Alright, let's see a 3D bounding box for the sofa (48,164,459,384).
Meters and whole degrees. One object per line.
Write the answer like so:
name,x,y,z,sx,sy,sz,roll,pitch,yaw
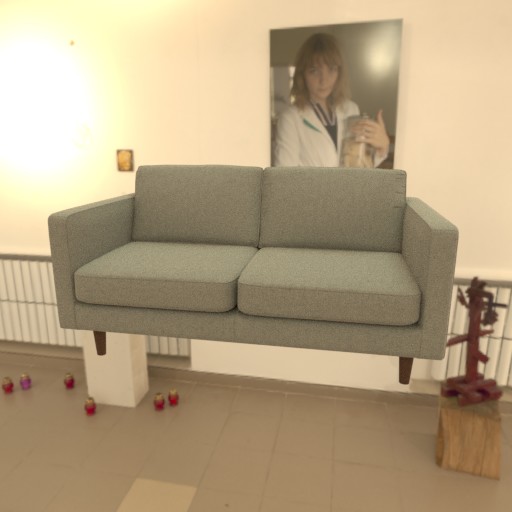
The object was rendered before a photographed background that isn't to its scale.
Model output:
sofa,0.000,0.000,2.310,1.731,0.900,1.000,3,15,10
